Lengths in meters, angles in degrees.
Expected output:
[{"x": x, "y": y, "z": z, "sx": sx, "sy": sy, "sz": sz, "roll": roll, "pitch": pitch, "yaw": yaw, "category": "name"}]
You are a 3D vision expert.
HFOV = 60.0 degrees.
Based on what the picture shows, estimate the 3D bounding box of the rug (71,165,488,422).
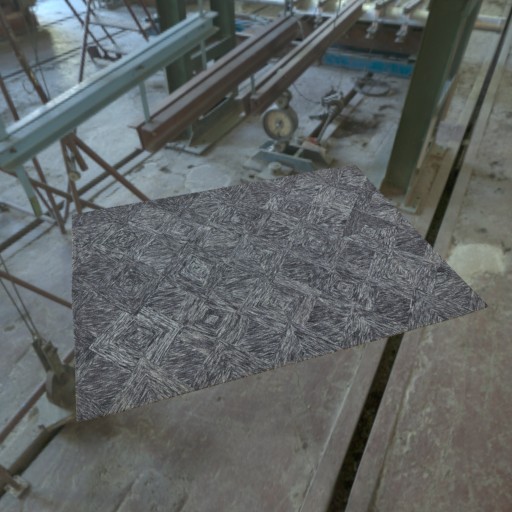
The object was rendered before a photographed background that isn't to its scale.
[{"x": 0.000, "y": 0.000, "z": 5.145, "sx": 4.093, "sy": 0.020, "sz": 2.997, "roll": -12, "pitch": 44, "yaw": -13, "category": "rug"}]
